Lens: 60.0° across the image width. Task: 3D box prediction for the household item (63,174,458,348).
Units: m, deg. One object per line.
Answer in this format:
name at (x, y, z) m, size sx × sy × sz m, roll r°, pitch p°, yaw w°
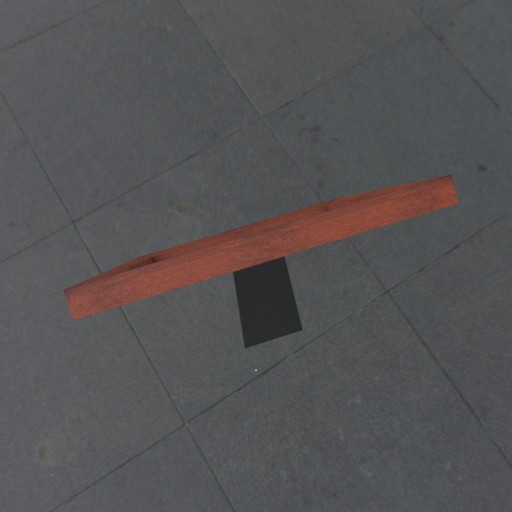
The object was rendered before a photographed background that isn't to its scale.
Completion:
household item at (0.000, 0.000, 0.381) m, size 0.240 × 0.240 × 0.131 m, roll -17°, pitch 76°, yaw -4°
